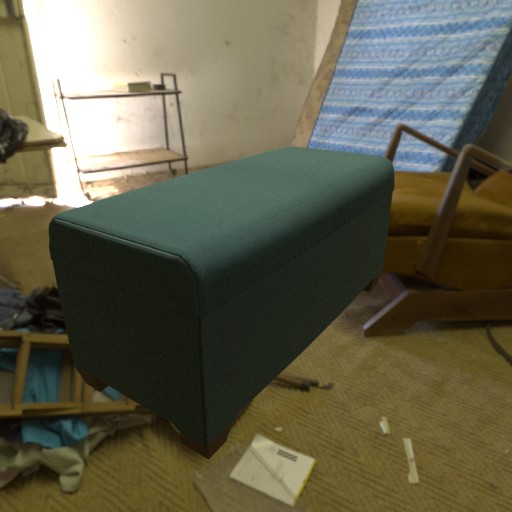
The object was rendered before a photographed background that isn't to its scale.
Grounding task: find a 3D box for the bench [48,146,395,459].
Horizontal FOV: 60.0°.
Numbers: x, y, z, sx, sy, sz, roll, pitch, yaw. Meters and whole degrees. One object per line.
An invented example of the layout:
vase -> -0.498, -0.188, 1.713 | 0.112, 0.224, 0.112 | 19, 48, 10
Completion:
bench -> 0.000, 0.000, 1.278 | 0.476, 0.474, 0.995 | 16, 29, 31
